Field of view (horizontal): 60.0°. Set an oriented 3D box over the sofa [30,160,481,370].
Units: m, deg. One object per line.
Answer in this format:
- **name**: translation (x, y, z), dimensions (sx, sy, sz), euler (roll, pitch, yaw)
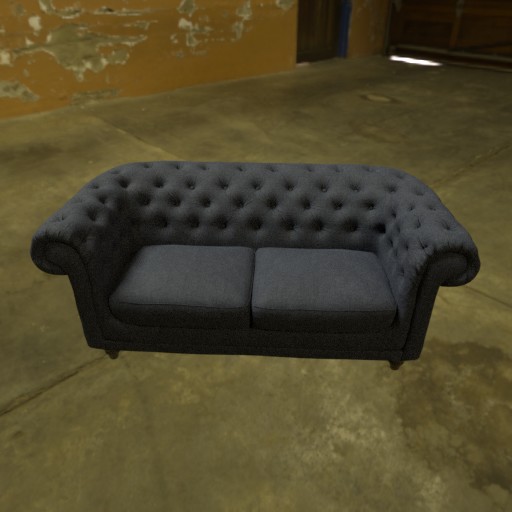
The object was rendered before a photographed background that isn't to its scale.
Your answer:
- **sofa**: translation (0.000, 0.000, 2.489), dimensions (1.988, 0.833, 1.082), euler (2, 32, 3)
